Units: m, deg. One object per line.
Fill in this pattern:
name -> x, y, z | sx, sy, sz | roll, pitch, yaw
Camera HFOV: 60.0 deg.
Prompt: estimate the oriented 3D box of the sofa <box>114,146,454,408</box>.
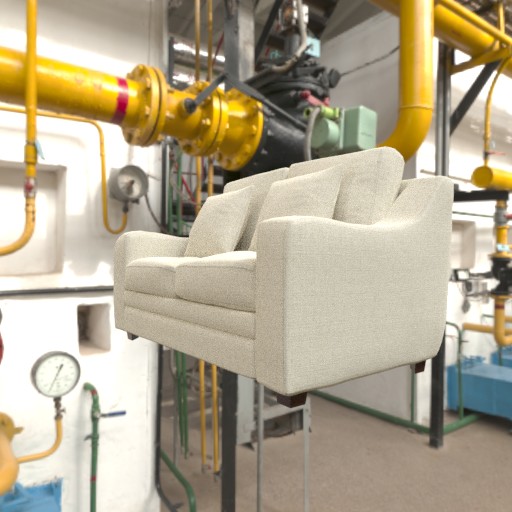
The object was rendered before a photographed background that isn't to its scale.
sofa -> 0.000, 0.000, 2.412 | 1.040, 1.047, 1.744 | 0, 1, -37
